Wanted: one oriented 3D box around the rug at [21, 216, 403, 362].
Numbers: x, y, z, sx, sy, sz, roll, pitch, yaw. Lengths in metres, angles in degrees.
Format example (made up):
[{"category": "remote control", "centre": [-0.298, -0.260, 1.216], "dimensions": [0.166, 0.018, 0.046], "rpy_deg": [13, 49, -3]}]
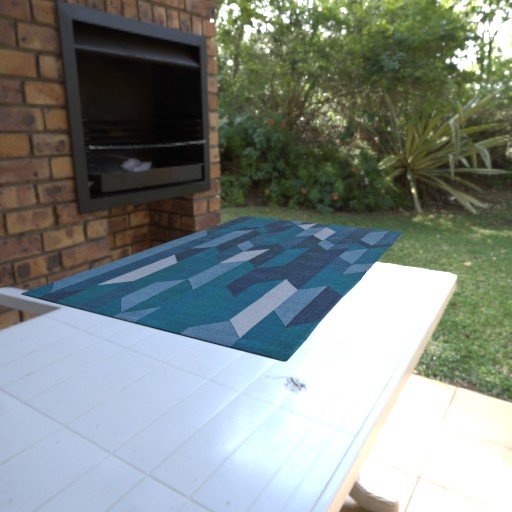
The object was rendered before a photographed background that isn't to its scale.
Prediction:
[{"category": "rug", "centre": [0.000, 0.000, 3.014], "dimensions": [1.528, 0.005, 2.420], "rpy_deg": [8, 18, 26]}]
